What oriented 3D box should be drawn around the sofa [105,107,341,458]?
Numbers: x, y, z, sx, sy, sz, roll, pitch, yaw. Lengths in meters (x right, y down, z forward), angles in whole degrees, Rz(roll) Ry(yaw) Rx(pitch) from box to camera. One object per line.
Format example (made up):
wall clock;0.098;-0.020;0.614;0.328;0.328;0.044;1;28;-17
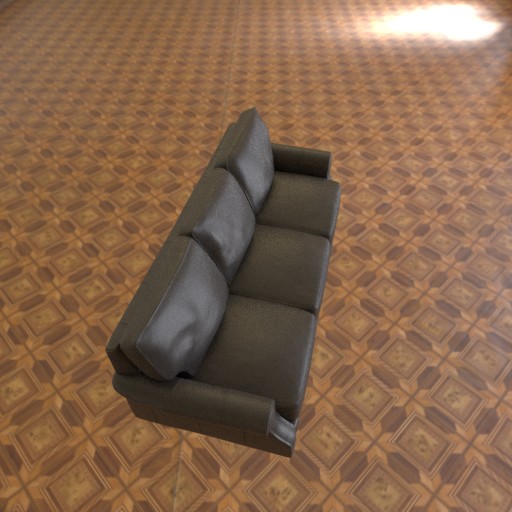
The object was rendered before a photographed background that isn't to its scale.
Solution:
sofa;0.000;0.000;2.983;0.974;0.977;2.387;10;47;10
